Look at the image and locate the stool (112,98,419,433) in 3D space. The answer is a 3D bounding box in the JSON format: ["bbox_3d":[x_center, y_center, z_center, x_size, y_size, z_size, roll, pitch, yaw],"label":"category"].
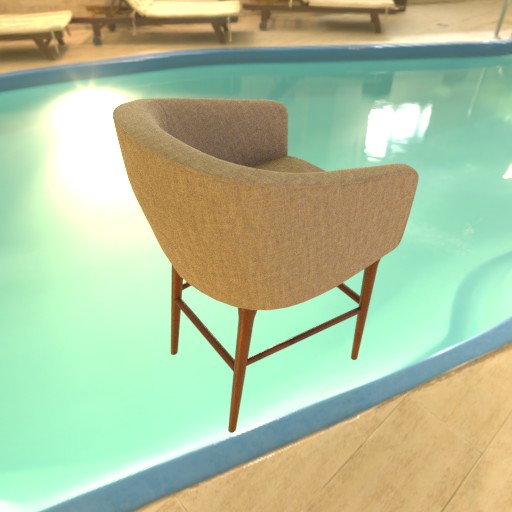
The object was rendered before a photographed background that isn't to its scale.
[{"bbox_3d":[0.000,0.000,1.314,0.635,0.952,0.559,-26,47,-27],"label":"stool"}]
